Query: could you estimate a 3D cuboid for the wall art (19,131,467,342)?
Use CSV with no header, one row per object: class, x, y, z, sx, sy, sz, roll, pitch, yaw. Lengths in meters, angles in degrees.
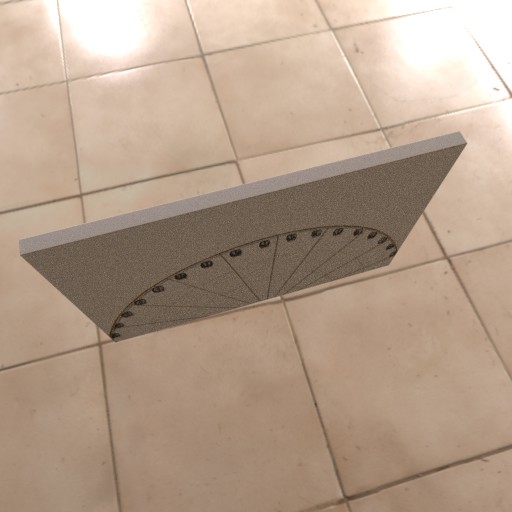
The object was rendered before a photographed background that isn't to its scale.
wall art,0.000,0.000,1.132,0.898,0.601,0.038,-15,65,-7
